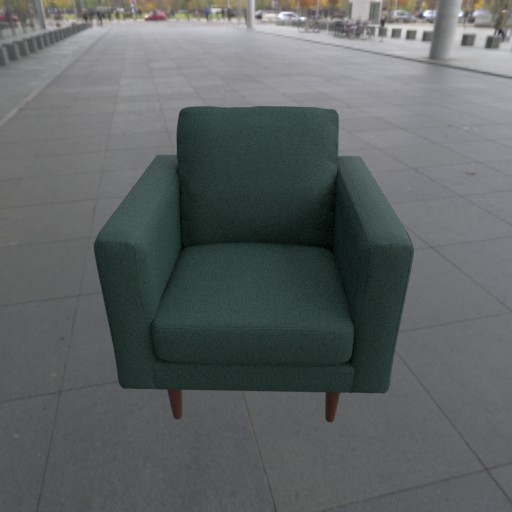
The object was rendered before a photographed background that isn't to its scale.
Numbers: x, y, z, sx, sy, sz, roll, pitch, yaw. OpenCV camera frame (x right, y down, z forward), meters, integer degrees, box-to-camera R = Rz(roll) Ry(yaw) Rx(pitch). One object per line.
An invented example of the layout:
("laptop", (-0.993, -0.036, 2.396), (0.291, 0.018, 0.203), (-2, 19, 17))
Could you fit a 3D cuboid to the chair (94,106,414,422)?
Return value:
("chair", (0.000, 0.000, 1.573), (0.855, 0.927, 0.800), (1, 29, 1))
